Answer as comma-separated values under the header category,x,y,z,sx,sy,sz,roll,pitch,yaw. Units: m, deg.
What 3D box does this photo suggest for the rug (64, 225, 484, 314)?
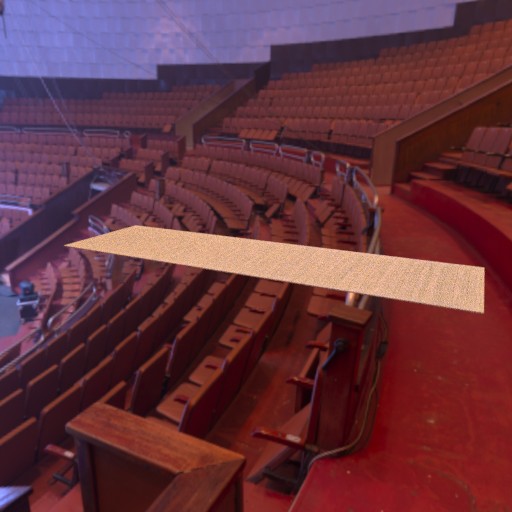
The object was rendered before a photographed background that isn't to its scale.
category,x,y,z,sx,sy,sz,roll,pitch,yaw
rug,0.000,0.000,2.641,2.437,0.006,0.686,8,18,25
